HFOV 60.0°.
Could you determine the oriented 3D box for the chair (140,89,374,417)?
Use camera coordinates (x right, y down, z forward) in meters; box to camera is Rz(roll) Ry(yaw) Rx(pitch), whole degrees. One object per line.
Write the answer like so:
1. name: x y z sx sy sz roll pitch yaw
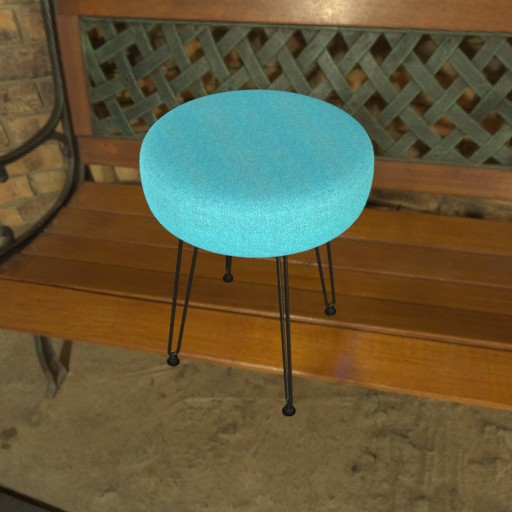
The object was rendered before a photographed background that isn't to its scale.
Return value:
1. chair: 0.000 0.000 0.709 0.350 0.440 0.350 -15 46 -15
